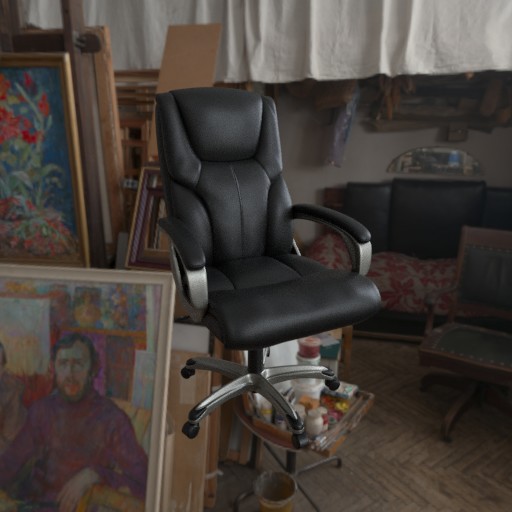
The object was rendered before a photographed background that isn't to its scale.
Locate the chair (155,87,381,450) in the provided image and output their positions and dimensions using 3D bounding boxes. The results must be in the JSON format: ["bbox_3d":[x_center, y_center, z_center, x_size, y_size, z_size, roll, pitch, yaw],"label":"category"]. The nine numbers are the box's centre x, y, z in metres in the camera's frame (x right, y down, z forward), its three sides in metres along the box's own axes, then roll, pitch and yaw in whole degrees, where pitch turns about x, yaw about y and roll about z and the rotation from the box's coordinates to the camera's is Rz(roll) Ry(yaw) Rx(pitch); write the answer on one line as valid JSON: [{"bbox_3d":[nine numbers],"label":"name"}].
[{"bbox_3d":[0.000,0.000,1.565,0.663,1.155,0.739,-9,19,-27],"label":"chair"}]
